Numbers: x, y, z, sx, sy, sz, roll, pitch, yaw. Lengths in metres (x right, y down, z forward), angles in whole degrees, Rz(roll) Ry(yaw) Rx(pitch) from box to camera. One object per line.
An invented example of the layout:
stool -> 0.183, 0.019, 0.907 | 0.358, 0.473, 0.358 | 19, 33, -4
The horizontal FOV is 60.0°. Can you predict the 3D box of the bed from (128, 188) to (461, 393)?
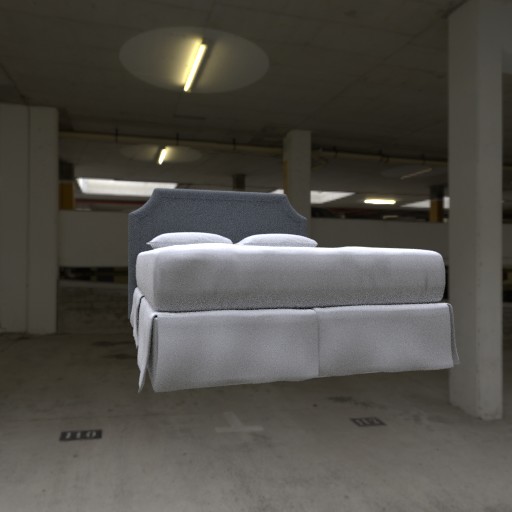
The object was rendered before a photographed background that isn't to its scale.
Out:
bed -> 0.000, 0.000, 3.340 | 1.811, 1.296, 2.259 | 0, 0, -17
